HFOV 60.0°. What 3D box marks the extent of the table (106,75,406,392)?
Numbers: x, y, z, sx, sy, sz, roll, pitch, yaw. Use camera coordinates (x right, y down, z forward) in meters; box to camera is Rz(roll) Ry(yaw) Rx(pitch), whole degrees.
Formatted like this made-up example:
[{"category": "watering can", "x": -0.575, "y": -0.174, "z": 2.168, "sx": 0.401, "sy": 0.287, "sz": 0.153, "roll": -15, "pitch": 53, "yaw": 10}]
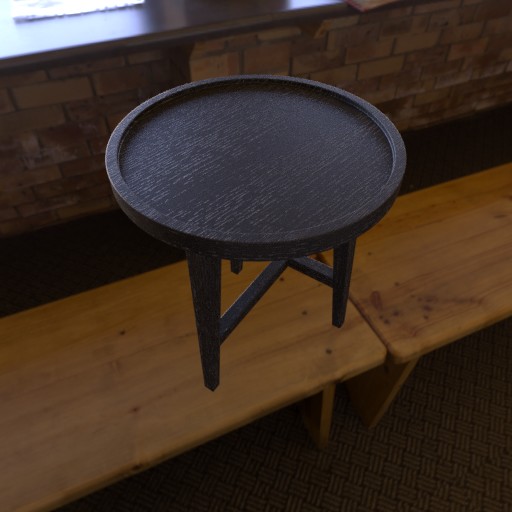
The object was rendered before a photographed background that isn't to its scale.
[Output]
[{"category": "table", "x": 0.000, "y": 0.000, "z": 0.769, "sx": 0.399, "sy": 0.460, "sz": 0.399, "roll": 0, "pitch": 46, "yaw": 0}]
